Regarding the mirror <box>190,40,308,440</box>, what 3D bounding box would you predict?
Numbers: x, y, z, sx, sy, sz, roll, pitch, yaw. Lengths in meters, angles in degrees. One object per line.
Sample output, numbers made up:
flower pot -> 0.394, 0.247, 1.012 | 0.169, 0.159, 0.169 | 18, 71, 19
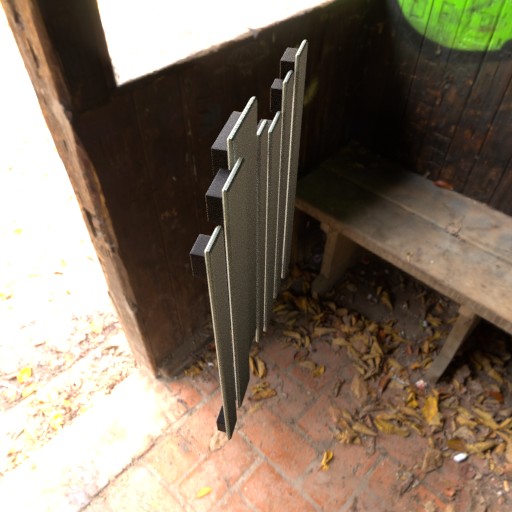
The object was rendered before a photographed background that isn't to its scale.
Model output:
mirror -> 0.000, 0.000, 0.802 | 0.058, 0.611, 0.445 | 11, 48, 10
